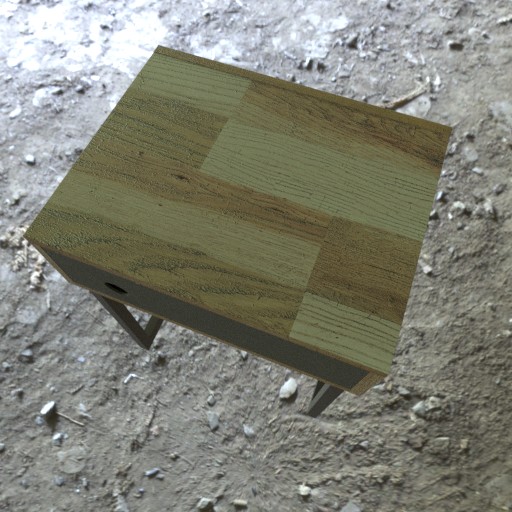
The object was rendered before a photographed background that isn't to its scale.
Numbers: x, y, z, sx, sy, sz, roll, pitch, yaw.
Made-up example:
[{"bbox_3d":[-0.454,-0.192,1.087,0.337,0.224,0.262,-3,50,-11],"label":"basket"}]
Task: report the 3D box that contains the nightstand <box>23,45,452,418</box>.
[{"bbox_3d":[0.000,0.000,0.995,0.558,0.632,0.481,19,65,9],"label":"nightstand"}]
